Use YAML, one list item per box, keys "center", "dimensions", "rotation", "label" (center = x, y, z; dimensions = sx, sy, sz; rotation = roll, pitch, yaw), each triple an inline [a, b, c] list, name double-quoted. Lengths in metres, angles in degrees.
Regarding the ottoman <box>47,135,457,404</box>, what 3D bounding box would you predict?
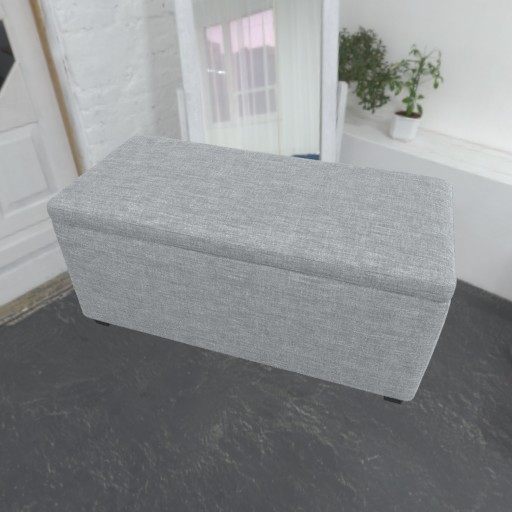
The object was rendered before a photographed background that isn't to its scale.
- center: [0.000, 0.000, 1.157]
  dimensions: [0.902, 0.432, 0.419]
  rotation: [12, 40, 14]
  label: "ottoman"
